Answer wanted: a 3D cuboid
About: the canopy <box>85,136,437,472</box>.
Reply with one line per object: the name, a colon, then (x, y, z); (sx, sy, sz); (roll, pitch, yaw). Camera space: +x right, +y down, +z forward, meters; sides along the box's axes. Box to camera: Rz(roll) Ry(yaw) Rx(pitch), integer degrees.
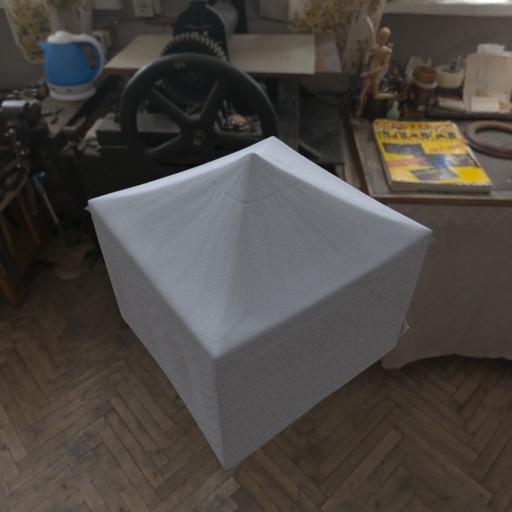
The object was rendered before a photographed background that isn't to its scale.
canopy: (0.000, 0.000, 5.685); (3.121, 2.997, 3.043); (-26, 48, -27)
